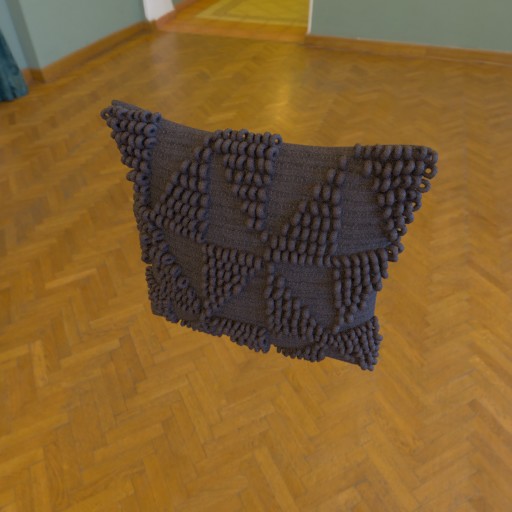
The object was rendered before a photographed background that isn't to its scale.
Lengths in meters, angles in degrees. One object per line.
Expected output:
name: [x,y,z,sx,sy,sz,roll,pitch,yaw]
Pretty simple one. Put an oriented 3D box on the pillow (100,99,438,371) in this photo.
pillow: [0.000,0.000,0.735,0.470,0.467,0.172,12,43,13]
